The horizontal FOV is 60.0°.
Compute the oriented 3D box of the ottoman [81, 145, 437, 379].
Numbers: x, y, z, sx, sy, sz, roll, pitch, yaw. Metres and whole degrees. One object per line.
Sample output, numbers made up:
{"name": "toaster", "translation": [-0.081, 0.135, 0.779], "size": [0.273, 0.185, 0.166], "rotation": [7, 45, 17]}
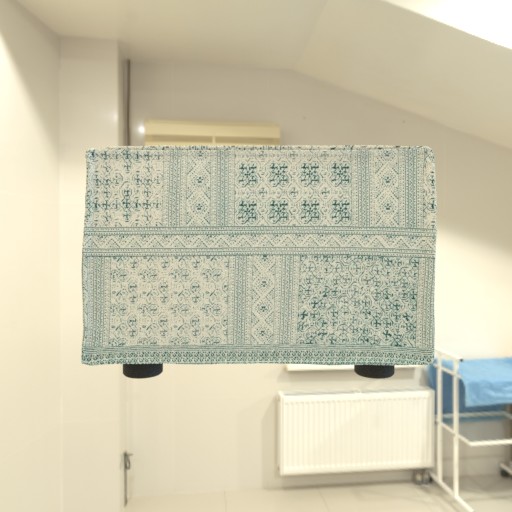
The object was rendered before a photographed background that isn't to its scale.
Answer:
{"name": "ottoman", "translation": [0.000, 0.000, 1.061], "size": [0.626, 0.439, 0.617], "rotation": [0, 1, 0]}
